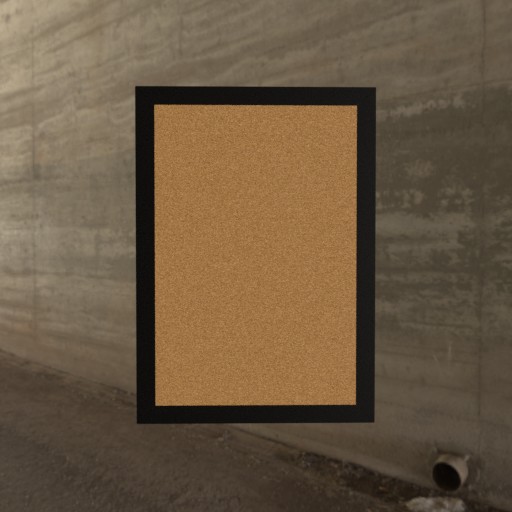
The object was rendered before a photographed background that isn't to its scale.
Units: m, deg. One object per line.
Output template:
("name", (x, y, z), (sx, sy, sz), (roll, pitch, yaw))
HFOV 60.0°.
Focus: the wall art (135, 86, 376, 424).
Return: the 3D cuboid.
("wall art", (0.000, 0.000, 0.609), (0.326, 0.459, 0.011), (0, 1, -1))
